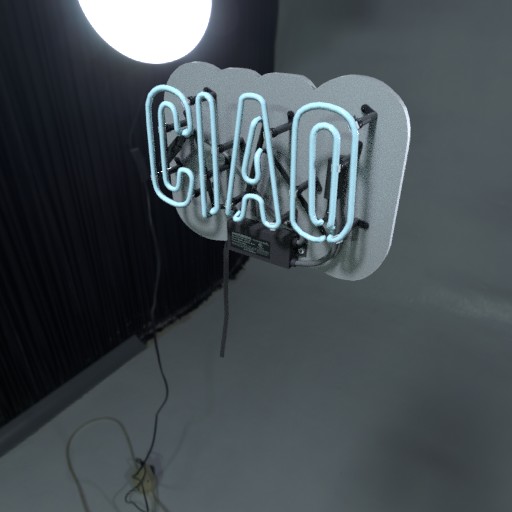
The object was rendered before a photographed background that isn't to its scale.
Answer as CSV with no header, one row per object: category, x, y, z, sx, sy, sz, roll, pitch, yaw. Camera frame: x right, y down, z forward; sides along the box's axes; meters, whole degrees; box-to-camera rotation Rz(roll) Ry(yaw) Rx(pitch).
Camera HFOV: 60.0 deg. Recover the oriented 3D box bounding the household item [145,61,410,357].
household item,0.000,0.000,0.378,0.211,0.294,0.042,18,35,28
